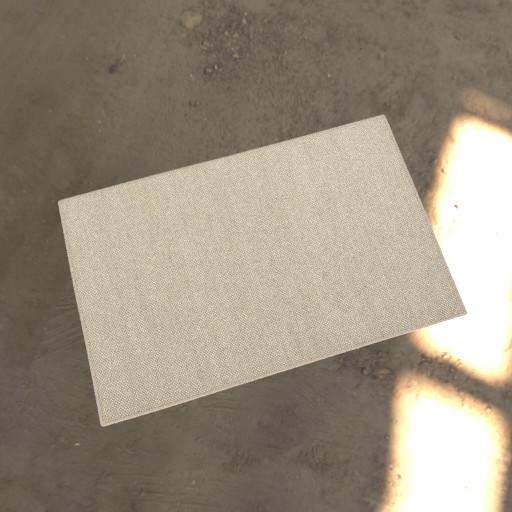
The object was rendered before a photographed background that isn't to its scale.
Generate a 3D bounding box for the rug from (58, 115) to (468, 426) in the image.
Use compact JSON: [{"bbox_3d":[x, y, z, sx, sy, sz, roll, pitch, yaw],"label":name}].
[{"bbox_3d":[0.000,0.000,2.059,1.676,0.013,1.067,-16,75,-4],"label":"rug"}]
